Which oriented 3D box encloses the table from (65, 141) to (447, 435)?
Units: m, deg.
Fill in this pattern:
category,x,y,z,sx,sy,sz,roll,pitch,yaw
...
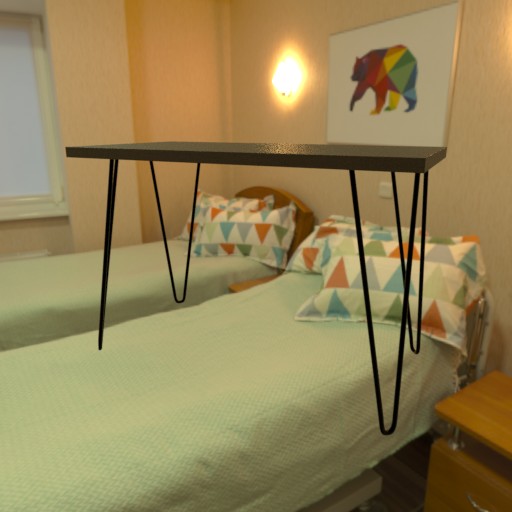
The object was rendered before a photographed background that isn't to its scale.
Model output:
category,x,y,z,sx,sy,sz,roll,pitch,yaw
table,0.000,0.000,1.381,0.991,0.660,0.499,8,18,26
